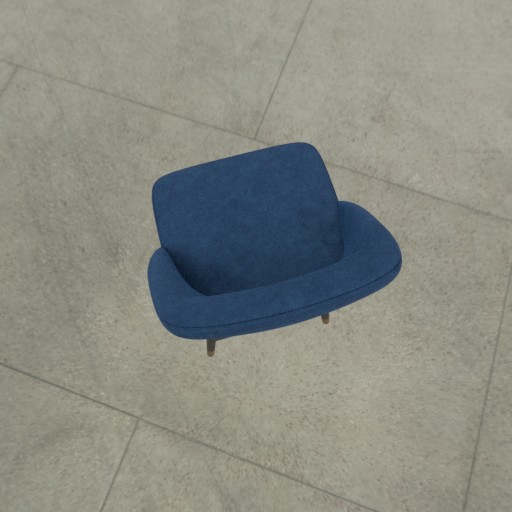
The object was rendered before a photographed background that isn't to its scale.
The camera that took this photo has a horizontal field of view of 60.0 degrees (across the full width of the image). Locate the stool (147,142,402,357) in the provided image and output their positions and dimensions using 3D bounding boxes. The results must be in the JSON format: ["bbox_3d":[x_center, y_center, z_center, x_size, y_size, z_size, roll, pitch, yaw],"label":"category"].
[{"bbox_3d":[0.000,0.000,1.245,0.536,0.925,0.524,-15,73,-5],"label":"stool"}]
